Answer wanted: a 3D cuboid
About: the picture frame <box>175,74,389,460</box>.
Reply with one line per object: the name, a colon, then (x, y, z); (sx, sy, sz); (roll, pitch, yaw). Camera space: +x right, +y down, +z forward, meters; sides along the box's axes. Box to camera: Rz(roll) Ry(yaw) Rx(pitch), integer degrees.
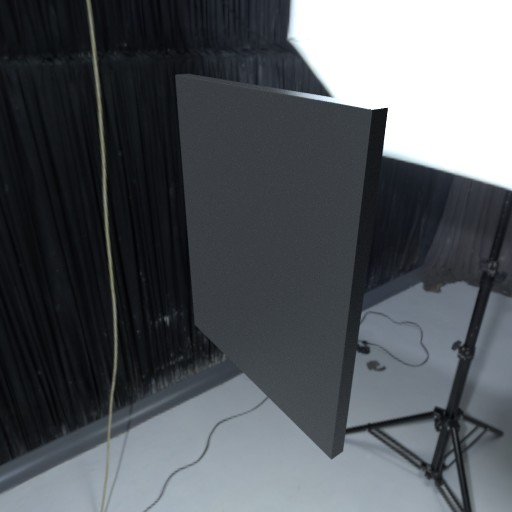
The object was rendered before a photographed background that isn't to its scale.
picture frame: (0.000, 0.000, 0.775); (0.028, 0.556, 0.460); (-19, 33, -31)
